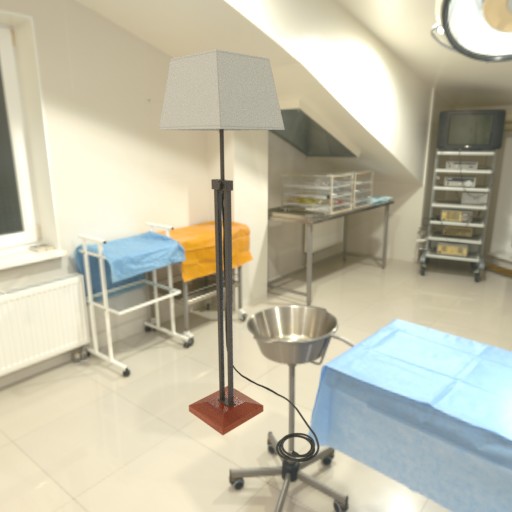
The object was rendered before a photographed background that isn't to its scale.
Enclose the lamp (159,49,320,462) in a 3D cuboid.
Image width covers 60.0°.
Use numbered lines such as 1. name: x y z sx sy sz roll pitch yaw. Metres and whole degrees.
1. lamp: 0.000 0.000 1.997 0.472 1.712 0.745 -14 21 -42
